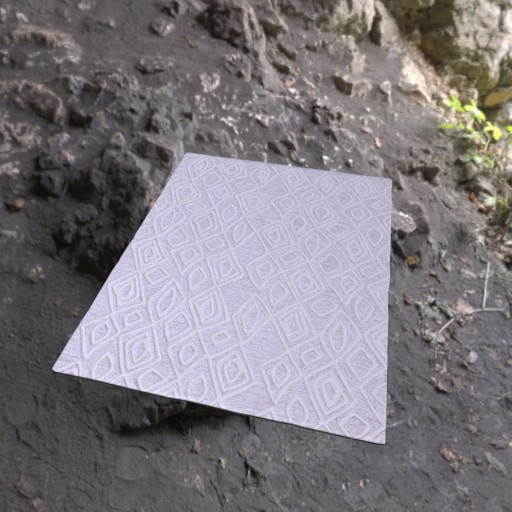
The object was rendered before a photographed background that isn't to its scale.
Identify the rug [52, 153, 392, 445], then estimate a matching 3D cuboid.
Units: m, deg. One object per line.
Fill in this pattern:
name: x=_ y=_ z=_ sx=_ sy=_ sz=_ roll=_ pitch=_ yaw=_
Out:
rug: x=0.000 y=0.000 z=4.144 sx=2.449 sy=0.025 sz=3.049 roll=9 pitch=46 yaw=9
